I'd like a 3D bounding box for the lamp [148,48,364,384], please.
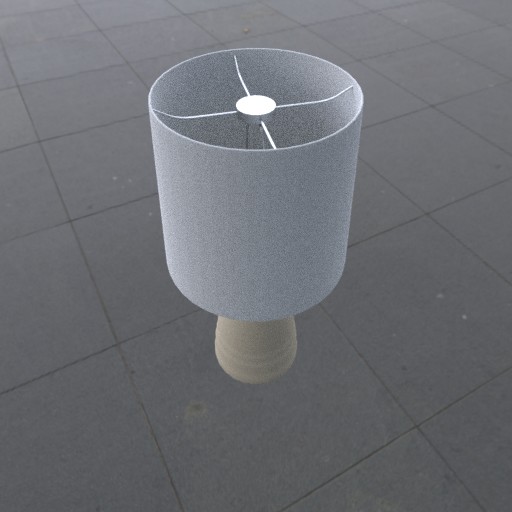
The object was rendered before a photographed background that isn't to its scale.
[{"bbox_3d":[0.000,0.000,0.475,0.186,0.369,0.186,0,47,0],"label":"lamp"}]
